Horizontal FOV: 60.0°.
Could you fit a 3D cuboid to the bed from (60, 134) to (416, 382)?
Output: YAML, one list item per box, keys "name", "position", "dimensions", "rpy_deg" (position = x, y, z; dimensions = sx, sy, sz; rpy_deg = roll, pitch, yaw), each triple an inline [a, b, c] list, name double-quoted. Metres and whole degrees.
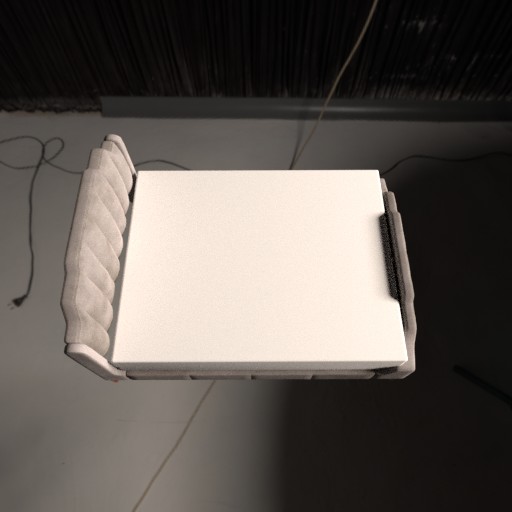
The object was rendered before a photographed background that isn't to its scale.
- name: "bed"
  position: [0.000, 0.000, 3.374]
  dimensions: [2.340, 1.245, 1.676]
  rpy_deg: [0, 64, 0]
